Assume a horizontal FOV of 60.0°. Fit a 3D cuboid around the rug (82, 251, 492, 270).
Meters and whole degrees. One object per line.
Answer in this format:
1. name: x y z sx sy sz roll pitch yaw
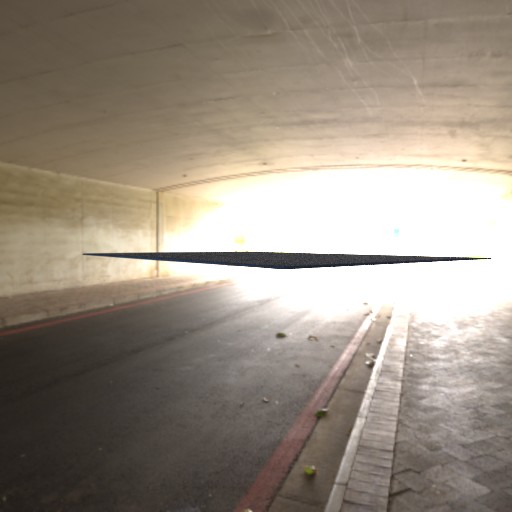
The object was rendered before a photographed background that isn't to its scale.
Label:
1. rug: 0.000 0.000 2.297 1.219 0.010 1.829 -1 2 -38
